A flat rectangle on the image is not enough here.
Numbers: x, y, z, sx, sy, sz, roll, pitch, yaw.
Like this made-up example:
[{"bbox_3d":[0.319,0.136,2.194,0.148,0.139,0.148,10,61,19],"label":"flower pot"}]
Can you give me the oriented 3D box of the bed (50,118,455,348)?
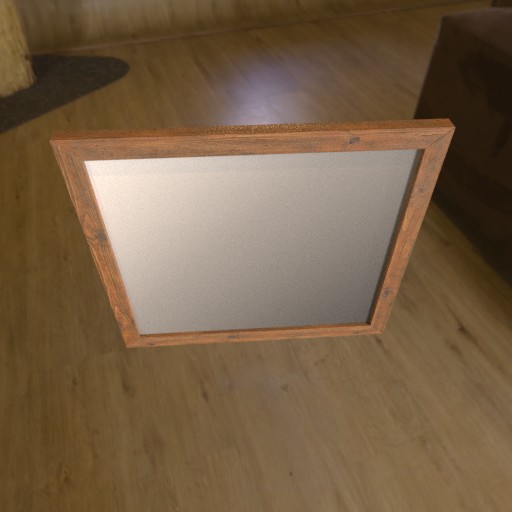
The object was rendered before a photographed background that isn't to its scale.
[{"bbox_3d":[0.000,0.000,1.490,1.046,0.942,0.046,-3,45,-3],"label":"bed"}]
